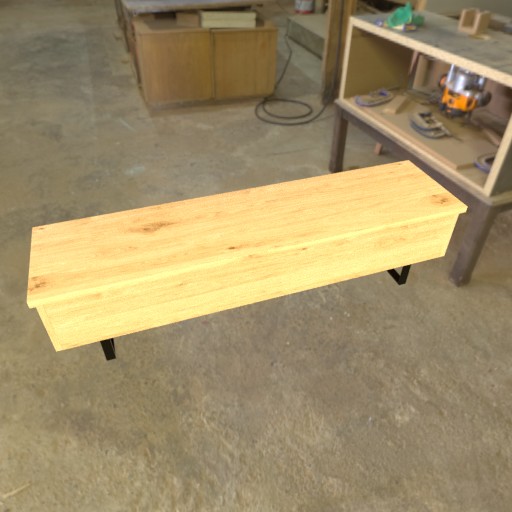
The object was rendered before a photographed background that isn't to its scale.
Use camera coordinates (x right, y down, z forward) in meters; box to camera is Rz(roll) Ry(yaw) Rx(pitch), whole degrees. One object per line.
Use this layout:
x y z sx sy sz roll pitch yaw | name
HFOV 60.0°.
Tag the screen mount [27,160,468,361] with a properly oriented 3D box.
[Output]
0.000 0.000 1.926 1.700 0.430 0.450 -12 42 -14 | screen mount
